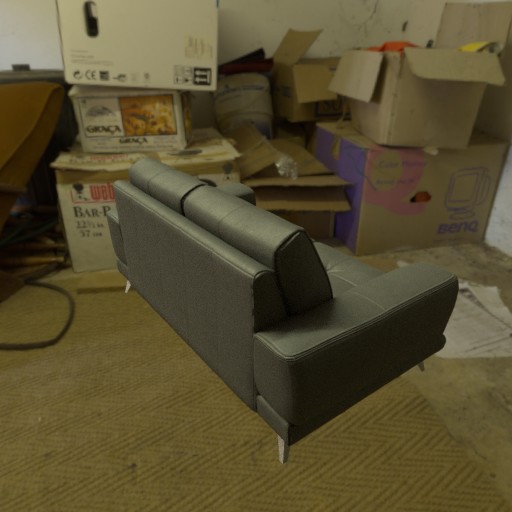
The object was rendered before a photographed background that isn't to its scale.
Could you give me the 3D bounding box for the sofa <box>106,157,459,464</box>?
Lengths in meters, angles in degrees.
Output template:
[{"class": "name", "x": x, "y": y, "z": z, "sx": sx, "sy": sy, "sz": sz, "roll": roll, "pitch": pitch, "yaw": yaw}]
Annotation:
[{"class": "sofa", "x": 0.000, "y": 0.000, "z": 2.385, "sx": 1.018, "sy": 0.907, "sz": 1.806, "roll": -18, "pitch": 32, "yaw": -32}]
